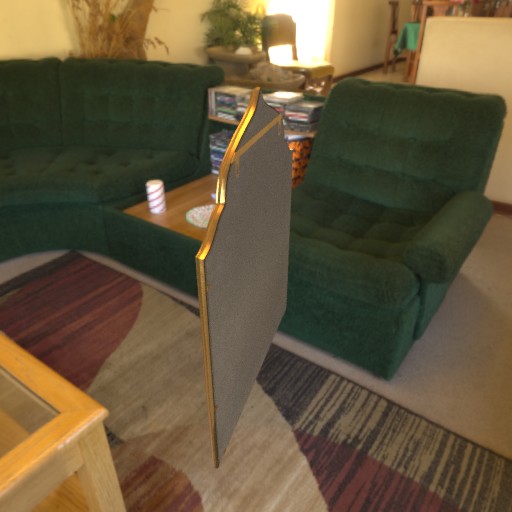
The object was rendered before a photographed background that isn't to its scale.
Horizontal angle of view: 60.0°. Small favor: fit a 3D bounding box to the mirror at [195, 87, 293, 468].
[{"bbox_3d":[0.000,0.000,0.879,0.018,0.635,0.513,9,32,15],"label":"mirror"}]
